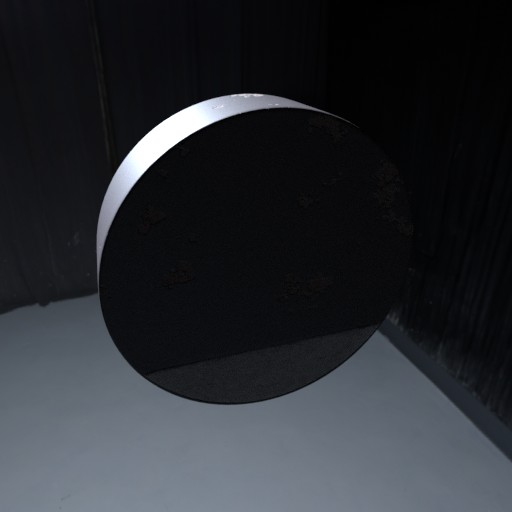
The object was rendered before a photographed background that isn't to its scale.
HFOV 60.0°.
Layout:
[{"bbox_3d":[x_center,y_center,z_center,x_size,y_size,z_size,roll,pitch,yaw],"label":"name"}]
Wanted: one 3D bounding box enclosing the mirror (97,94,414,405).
[{"bbox_3d":[0.000,0.000,0.572,0.386,0.386,0.126,-9,28,-16],"label":"mirror"}]
